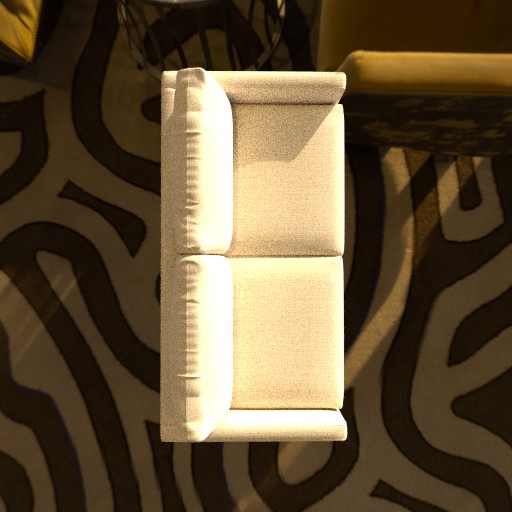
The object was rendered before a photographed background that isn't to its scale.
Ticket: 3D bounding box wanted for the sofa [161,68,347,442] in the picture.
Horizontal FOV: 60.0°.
[{"bbox_3d":[0.000,0.000,2.103,0.839,0.812,1.651,0,89,-1],"label":"sofa"}]
